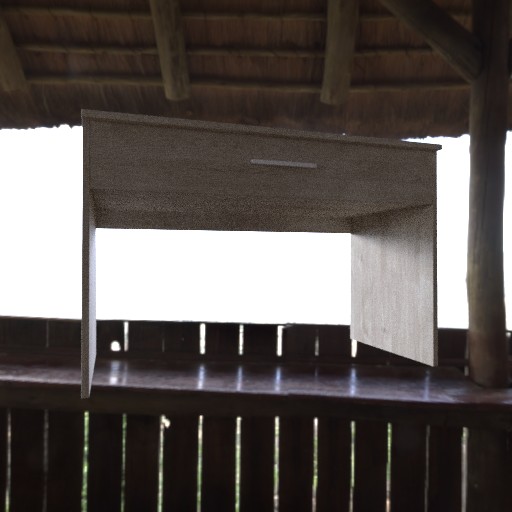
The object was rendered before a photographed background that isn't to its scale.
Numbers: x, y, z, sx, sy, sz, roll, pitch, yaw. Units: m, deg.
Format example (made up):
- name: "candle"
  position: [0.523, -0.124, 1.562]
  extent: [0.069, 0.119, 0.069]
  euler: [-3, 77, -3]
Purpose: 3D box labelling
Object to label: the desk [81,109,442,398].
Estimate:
- name: "desk"
  position: [0.000, 0.000, 1.542]
  extent: [1.100, 0.730, 0.560]
  euler: [0, 0, -18]
